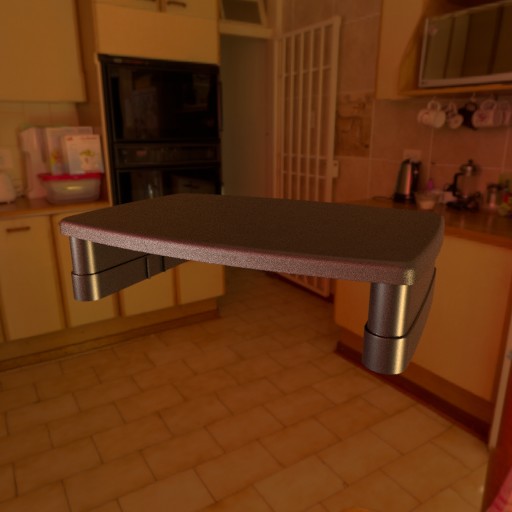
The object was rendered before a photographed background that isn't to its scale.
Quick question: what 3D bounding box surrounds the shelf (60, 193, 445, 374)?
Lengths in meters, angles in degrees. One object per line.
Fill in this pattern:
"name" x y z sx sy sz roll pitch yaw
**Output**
"shelf" 0.000 0.000 0.537 0.410 0.100 0.280 8 18 26
